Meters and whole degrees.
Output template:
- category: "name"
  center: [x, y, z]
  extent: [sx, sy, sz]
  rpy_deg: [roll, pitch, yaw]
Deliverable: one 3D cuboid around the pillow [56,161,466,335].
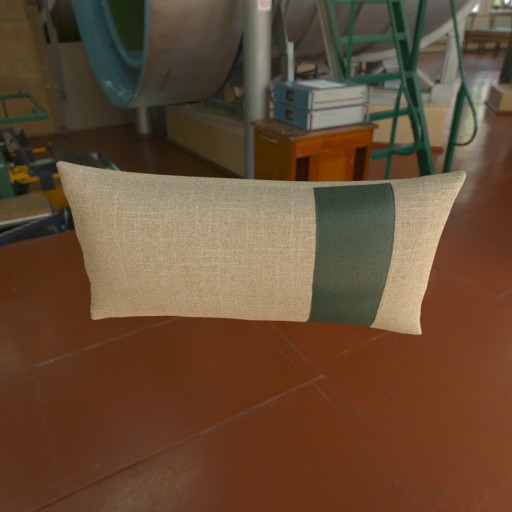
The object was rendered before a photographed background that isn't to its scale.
- category: "pillow"
  center: [0.000, 0.000, 1.028]
  extent: [0.859, 0.429, 0.197]
  rpy_deg: [2, 30, 3]
